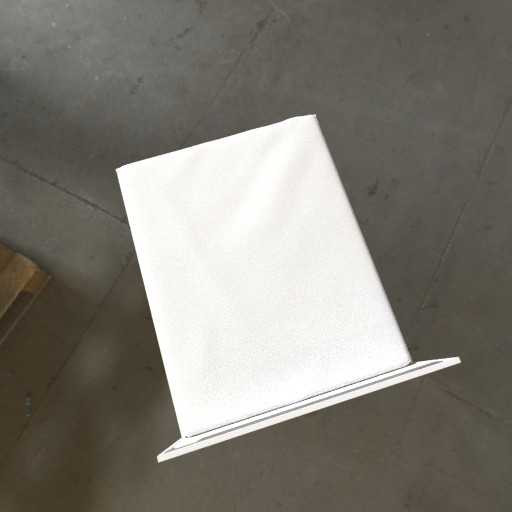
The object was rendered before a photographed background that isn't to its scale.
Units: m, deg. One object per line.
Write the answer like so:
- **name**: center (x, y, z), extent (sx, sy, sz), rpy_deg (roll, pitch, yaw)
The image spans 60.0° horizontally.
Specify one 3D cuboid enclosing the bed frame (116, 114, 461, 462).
- **bed frame**: center (0.000, 0.000, 3.125), extent (1.711, 1.001, 2.100), rpy_deg (-17, 75, -5)
